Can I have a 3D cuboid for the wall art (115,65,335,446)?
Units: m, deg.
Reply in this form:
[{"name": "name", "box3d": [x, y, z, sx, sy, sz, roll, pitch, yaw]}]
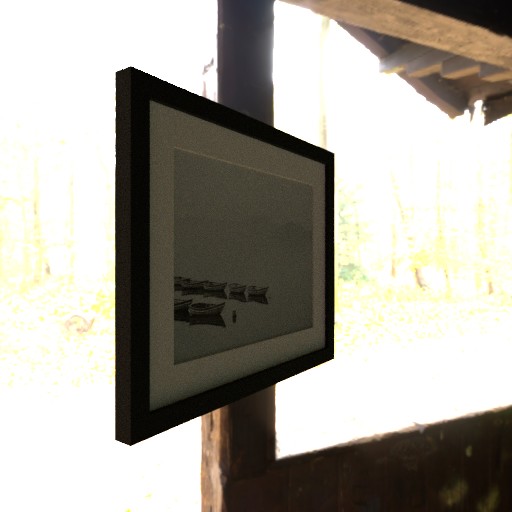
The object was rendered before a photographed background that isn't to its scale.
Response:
[{"name": "wall art", "box3d": [0.000, 0.000, 0.762, 0.030, 0.454, 0.554, 0, 0, 36]}]
